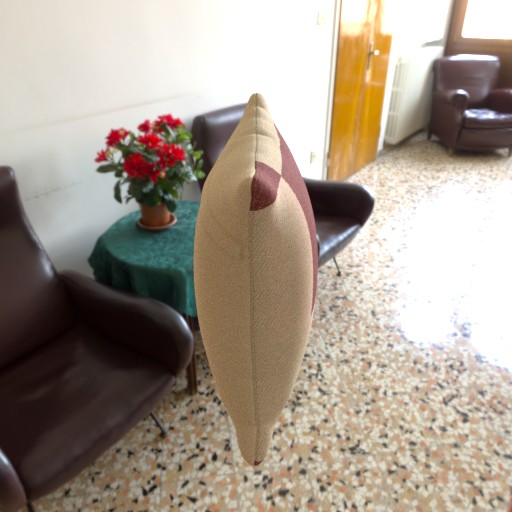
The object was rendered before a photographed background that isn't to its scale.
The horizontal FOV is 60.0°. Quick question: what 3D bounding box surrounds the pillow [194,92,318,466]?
[{"bbox_3d":[0.000,0.000,0.838,0.229,0.506,0.536,0,30,1],"label":"pillow"}]
